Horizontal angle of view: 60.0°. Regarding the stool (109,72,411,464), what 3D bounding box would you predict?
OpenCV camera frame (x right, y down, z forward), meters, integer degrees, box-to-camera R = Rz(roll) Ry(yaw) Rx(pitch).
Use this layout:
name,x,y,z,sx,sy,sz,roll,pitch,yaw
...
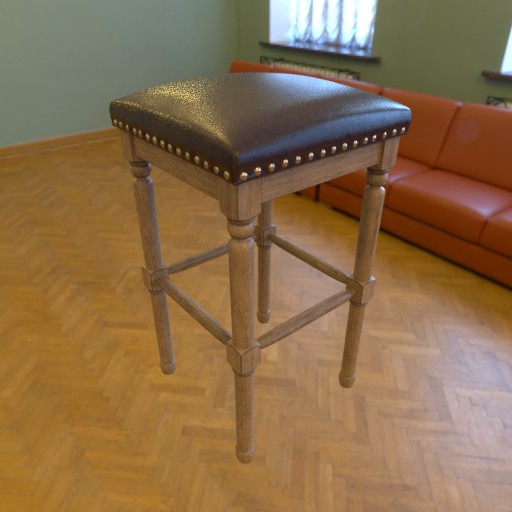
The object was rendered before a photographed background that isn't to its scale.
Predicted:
name,x,y,z,sx,sy,sz,roll,pitch,yaw
stool,0.000,0.000,0.926,0.383,0.702,0.382,-23,38,-33
